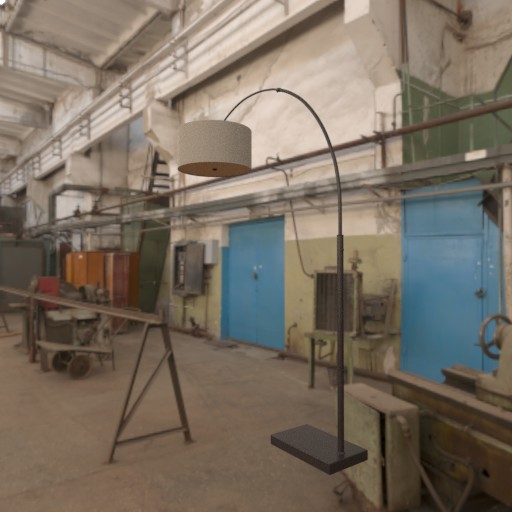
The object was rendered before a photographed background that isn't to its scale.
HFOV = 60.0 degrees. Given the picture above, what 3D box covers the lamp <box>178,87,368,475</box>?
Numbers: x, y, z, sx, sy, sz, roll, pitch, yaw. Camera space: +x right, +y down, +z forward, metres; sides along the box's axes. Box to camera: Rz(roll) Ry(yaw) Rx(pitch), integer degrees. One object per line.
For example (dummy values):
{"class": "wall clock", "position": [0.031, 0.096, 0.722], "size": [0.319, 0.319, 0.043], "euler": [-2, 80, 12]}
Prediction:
{"class": "lamp", "position": [0.000, 0.000, 2.588], "size": [0.493, 1.927, 1.424], "euler": [1, -1, -36]}
